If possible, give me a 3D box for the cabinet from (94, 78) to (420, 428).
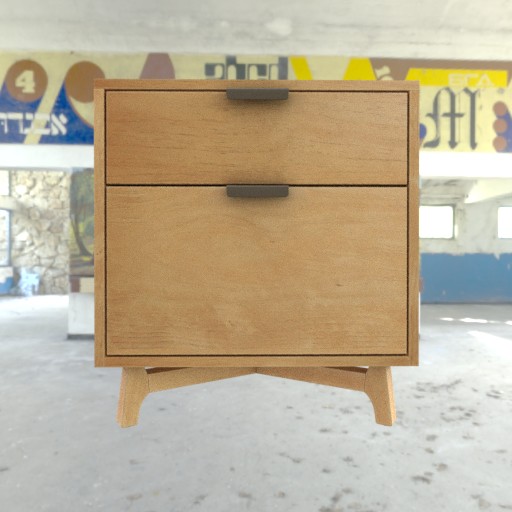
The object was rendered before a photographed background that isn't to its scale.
[{"bbox_3d":[0.000,0.000,0.927,0.551,0.599,0.394,0,0,-1],"label":"cabinet"}]
